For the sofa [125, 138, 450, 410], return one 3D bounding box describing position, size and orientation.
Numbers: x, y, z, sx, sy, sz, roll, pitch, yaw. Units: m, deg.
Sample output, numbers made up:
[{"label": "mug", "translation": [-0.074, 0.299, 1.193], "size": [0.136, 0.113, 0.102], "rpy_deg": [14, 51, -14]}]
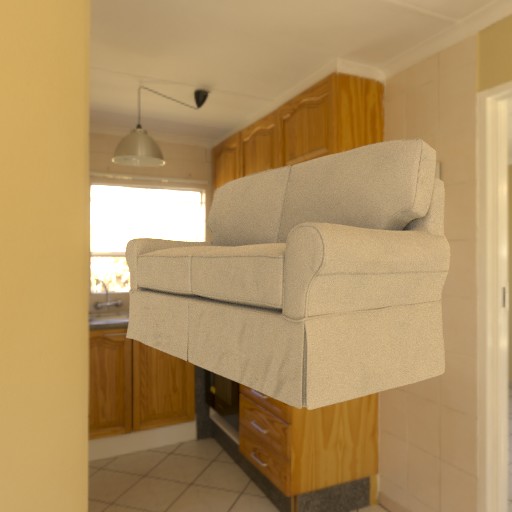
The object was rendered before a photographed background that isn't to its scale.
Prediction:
[{"label": "sofa", "translation": [0.000, 0.000, 2.349], "size": [0.841, 1.024, 1.823], "rpy_deg": [0, 0, -36]}]
